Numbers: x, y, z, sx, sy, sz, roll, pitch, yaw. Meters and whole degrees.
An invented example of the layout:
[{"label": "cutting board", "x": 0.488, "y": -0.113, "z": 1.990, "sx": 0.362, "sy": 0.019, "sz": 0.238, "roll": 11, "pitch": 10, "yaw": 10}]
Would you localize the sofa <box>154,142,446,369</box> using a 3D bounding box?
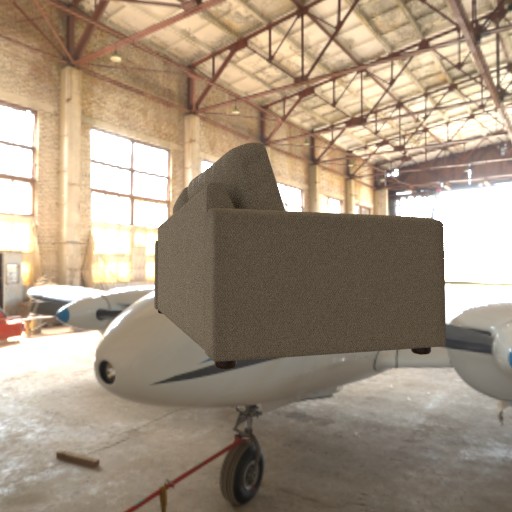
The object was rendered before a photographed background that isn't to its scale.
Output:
[{"label": "sofa", "x": 0.000, "y": 0.000, "z": 2.711, "sx": 1.016, "sy": 0.873, "sz": 2.179, "roll": 0, "pitch": -2, "yaw": -18}]
